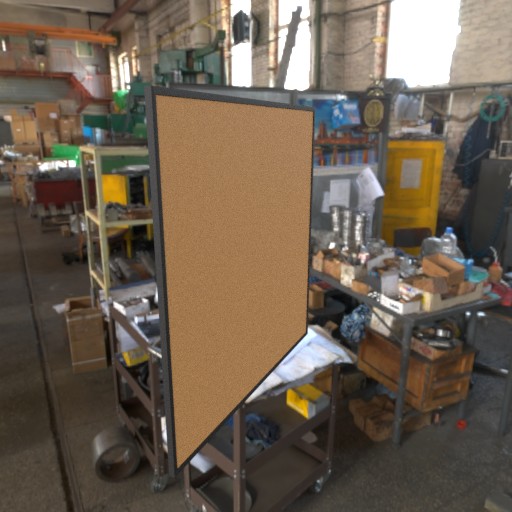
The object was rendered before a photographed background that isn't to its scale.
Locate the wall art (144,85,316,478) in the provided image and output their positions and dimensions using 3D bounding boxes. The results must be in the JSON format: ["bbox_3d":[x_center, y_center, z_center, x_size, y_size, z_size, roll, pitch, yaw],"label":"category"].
[{"bbox_3d":[0.000,0.000,0.995,0.015,0.663,0.664,8,18,26],"label":"wall art"}]
